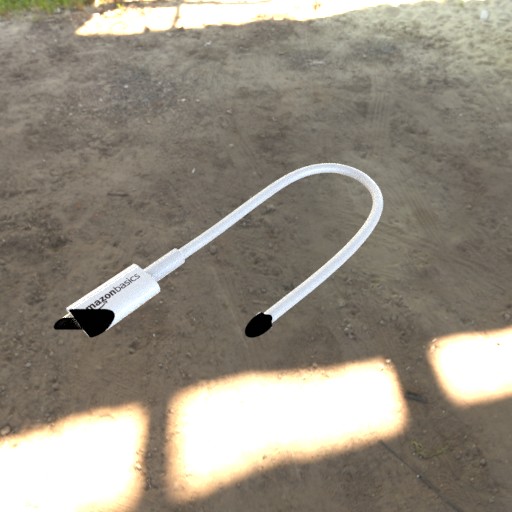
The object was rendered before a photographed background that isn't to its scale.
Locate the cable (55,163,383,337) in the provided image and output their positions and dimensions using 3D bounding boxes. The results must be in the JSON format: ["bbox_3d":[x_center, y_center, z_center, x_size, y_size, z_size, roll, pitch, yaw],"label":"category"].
[{"bbox_3d":[0.000,0.000,0.115,0.040,0.006,0.098,34,55,28],"label":"cable"}]
